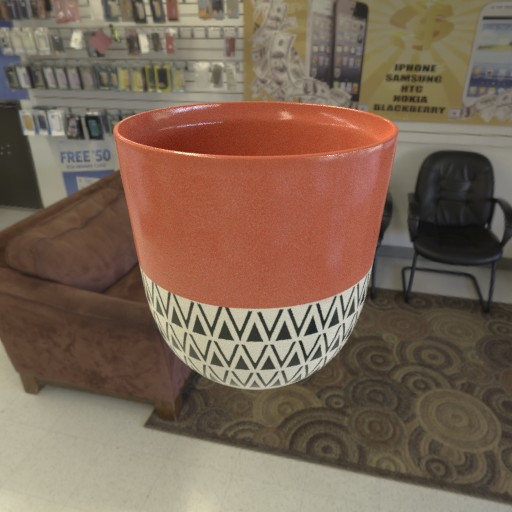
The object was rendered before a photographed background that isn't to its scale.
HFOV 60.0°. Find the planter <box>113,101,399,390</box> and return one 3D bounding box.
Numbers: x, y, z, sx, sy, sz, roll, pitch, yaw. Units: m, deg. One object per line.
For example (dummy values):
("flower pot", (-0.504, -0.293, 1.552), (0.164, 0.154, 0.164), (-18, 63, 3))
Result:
("planter", (0.000, 0.000, 0.363), (0.195, 0.214, 0.195), (0, 27, 0))
